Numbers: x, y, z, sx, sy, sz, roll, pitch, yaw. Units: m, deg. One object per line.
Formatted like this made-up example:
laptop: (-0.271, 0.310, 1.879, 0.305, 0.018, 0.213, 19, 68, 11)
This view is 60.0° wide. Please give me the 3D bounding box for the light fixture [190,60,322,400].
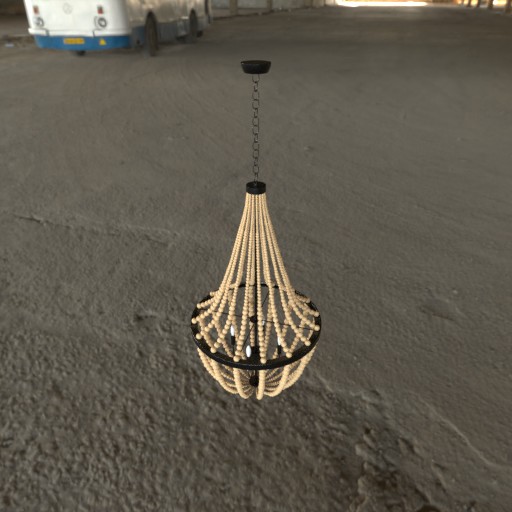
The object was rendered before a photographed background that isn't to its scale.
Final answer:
light fixture: (0.000, 0.000, 1.403, 0.450, 1.133, 0.450, 0, 31, 0)
